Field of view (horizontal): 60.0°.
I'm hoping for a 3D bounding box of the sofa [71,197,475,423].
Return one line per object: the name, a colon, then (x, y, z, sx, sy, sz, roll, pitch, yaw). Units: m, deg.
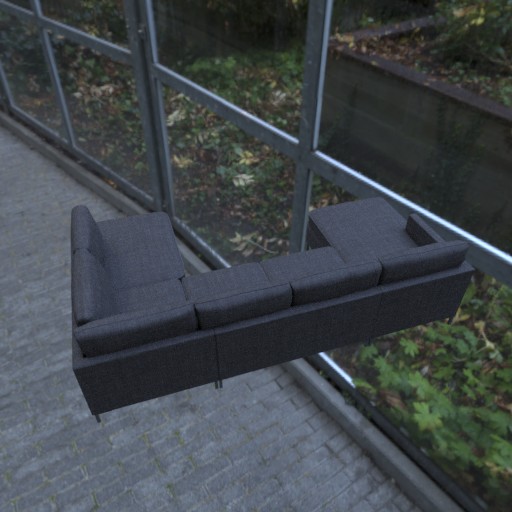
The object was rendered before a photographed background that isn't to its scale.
sofa: (0.000, 0.000, 4.345, 3.423, 0.999, 2.048, -12, 41, -14)
